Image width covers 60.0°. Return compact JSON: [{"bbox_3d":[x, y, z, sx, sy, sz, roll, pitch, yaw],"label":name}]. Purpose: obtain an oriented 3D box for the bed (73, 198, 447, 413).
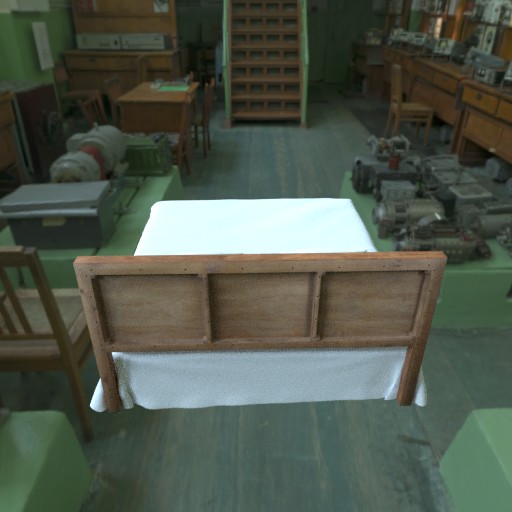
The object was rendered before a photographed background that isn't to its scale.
[{"bbox_3d":[0.000,0.000,3.584,2.255,1.158,2.165,-1,30,-1],"label":"bed"}]
